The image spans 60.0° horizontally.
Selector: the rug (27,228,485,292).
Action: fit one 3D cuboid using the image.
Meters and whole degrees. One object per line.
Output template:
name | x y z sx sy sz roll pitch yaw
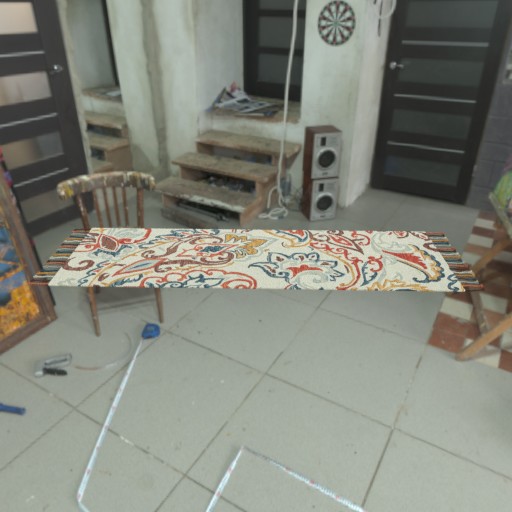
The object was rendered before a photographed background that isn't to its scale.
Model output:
rug | 0.000 0.000 2.914 2.682 0.015 0.763 1 30 1
